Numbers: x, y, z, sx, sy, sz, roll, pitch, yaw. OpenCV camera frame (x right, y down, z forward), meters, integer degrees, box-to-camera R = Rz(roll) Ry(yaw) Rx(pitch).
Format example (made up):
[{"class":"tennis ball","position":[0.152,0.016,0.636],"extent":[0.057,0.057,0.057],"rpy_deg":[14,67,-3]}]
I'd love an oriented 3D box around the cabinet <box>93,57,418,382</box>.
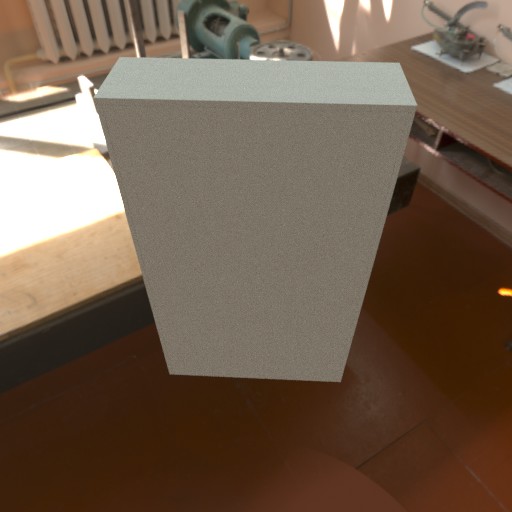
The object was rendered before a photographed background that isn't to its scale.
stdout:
[{"class":"cabinet","position":[0.000,0.000,1.569],"extent":[0.750,1.280,0.250],"rpy_deg":[2,46,2]}]
